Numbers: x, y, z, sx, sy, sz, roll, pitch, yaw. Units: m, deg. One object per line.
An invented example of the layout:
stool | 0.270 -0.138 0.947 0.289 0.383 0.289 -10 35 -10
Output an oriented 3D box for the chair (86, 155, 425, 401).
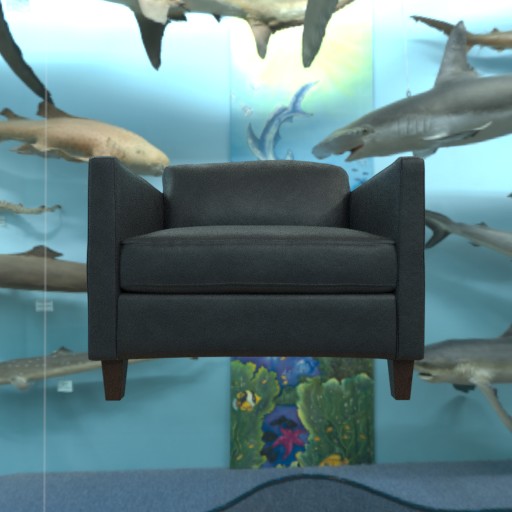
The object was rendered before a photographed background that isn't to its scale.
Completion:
chair | 0.000 0.000 1.609 0.939 0.811 0.862 0 -1 0
